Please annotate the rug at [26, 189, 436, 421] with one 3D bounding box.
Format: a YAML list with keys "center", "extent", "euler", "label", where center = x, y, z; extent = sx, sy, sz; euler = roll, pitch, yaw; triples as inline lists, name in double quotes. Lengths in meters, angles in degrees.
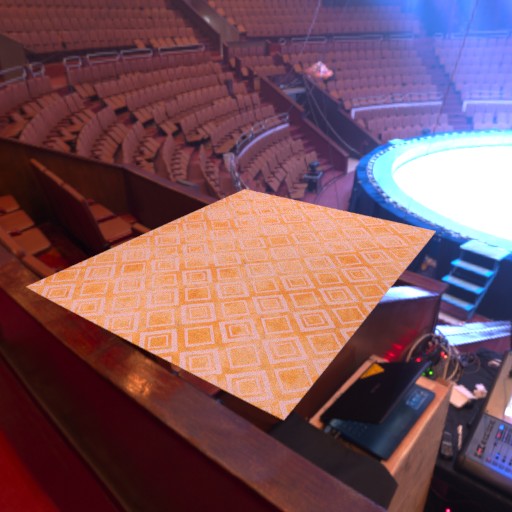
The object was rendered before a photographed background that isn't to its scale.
- center: [0.000, 0.000, 4.071]
  extent: [2.433, 0.011, 3.037]
  euler: [17, 31, 30]
  label: "rug"
